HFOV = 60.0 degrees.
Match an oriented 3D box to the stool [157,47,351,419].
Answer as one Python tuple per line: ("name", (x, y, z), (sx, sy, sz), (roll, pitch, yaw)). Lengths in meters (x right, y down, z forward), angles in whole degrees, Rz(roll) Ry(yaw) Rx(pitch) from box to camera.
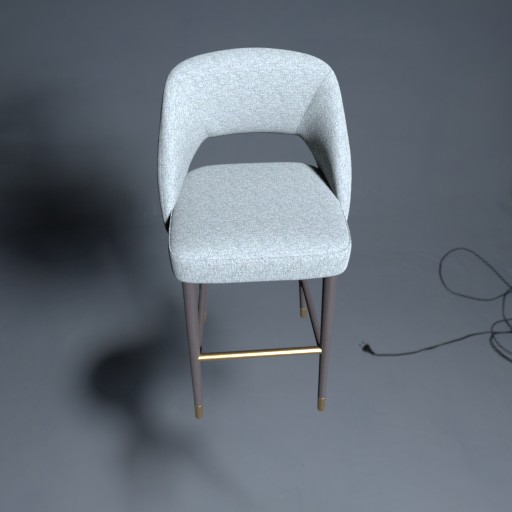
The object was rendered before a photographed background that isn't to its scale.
("stool", (0.000, 0.000, 1.396), (0.536, 1.089, 0.524), (-3, 44, -3))
